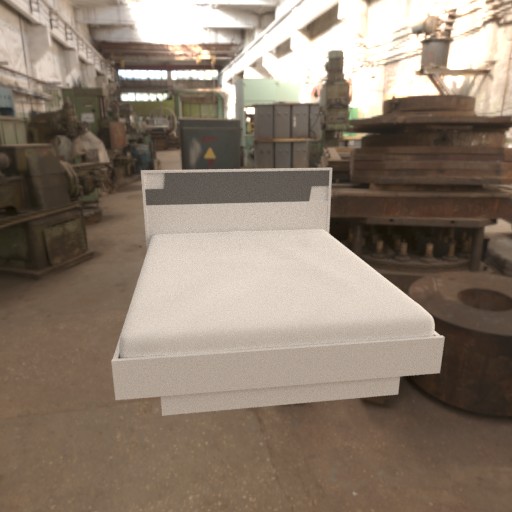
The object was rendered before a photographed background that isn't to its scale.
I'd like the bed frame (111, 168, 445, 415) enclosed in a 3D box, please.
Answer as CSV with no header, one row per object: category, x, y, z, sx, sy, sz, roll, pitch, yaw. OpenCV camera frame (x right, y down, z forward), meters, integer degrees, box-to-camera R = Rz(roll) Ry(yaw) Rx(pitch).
bed frame,0.000,0.000,3.120,1.711,1.001,2.100,-2,17,-8
